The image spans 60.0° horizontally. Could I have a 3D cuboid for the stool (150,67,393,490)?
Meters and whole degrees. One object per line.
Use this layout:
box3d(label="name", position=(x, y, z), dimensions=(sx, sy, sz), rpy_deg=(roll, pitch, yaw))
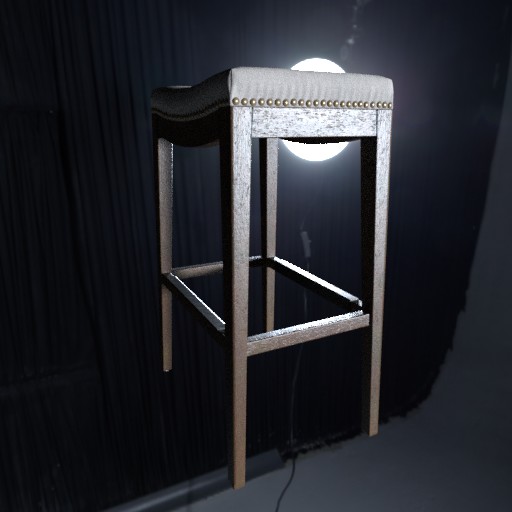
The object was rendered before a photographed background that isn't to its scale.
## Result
box3d(label="stool", position=(0.000, 0.000, 1.032), dimensions=(0.356, 0.762, 0.508), rpy_deg=(-8, 18, -26))
